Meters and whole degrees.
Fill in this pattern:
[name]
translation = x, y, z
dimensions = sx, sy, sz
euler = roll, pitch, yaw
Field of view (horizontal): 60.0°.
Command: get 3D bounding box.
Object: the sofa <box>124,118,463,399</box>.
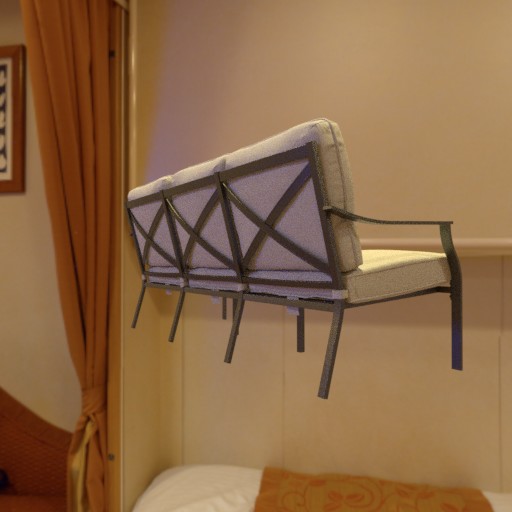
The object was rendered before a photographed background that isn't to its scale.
[sofa]
translation = 0.000, 0.000, 2.177
dimensions = 0.787, 0.860, 1.740
euler = 0, -1, -35
